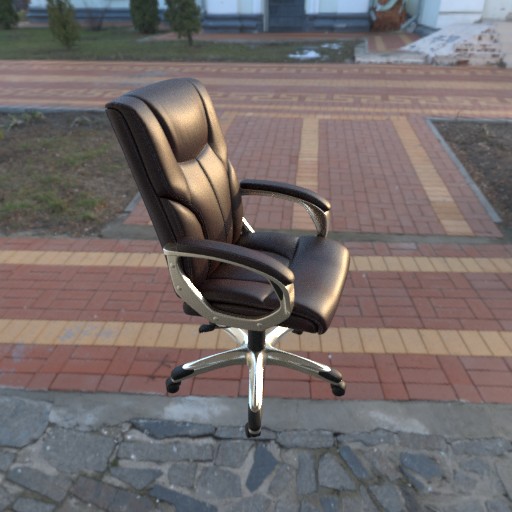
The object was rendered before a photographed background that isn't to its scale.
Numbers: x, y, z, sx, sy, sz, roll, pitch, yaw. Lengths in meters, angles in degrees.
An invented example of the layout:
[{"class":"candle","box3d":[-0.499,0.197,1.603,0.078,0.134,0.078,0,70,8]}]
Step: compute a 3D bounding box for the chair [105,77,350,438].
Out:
[{"class":"chair","box3d":[0.000,0.000,1.557,0.739,1.107,0.662,10,32,17]}]
